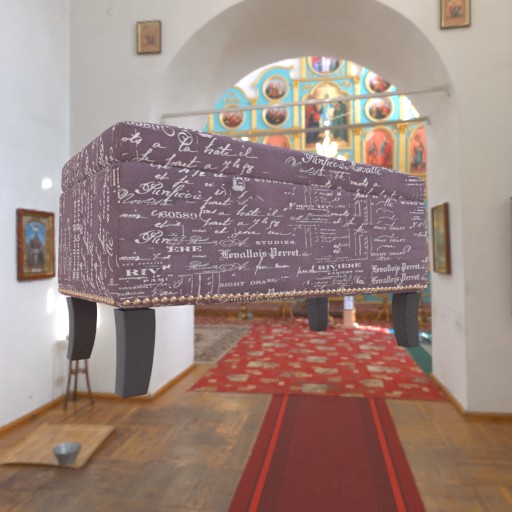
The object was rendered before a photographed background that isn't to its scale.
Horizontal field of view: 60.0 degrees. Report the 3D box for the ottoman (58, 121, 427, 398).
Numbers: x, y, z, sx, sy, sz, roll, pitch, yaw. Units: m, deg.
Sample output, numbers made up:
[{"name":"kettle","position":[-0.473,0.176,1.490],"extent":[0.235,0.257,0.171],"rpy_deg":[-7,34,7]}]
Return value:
[{"name":"ottoman","position":[0.000,0.000,1.060],"extent":[0.813,0.457,0.406],"rpy_deg":[1,-2,-36]}]
